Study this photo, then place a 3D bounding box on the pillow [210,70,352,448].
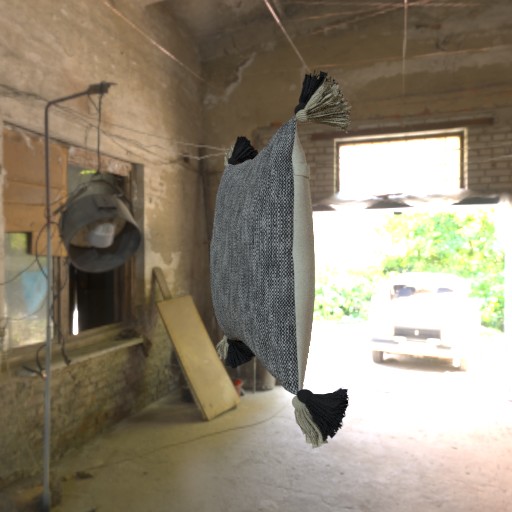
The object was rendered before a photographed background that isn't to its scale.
[{"bbox_3d":[0.000,0.000,0.987,0.170,0.659,0.654,0,1,-18],"label":"pillow"}]
